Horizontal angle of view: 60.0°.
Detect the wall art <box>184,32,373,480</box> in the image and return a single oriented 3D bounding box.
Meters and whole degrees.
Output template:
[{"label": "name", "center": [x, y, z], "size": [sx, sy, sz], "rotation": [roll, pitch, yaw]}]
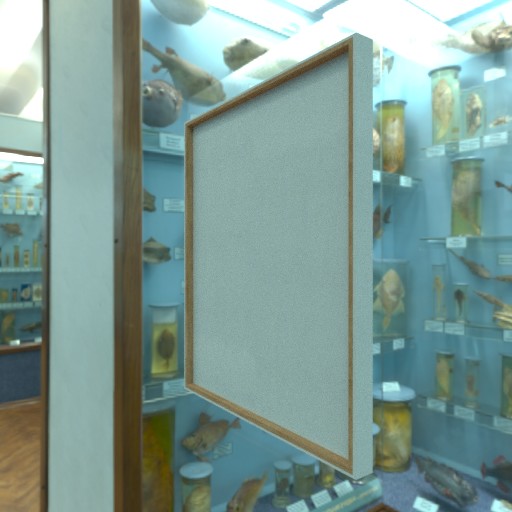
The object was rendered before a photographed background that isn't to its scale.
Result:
[{"label": "wall art", "center": [0.000, 0.000, 0.814], "size": [0.037, 0.606, 0.508], "rotation": [0, 0, -36]}]
